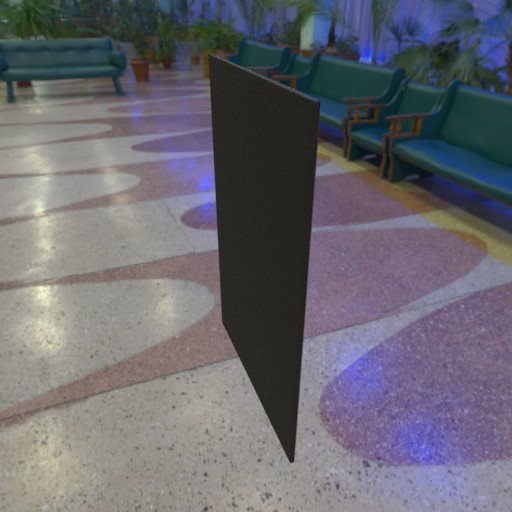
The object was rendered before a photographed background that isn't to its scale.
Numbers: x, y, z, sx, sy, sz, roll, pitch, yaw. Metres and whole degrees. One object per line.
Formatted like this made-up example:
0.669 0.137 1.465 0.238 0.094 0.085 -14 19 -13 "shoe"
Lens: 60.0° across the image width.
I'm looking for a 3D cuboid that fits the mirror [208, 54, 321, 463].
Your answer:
0.000 0.000 1.172 0.039 0.914 0.613 -11 33 -18 "mirror"
